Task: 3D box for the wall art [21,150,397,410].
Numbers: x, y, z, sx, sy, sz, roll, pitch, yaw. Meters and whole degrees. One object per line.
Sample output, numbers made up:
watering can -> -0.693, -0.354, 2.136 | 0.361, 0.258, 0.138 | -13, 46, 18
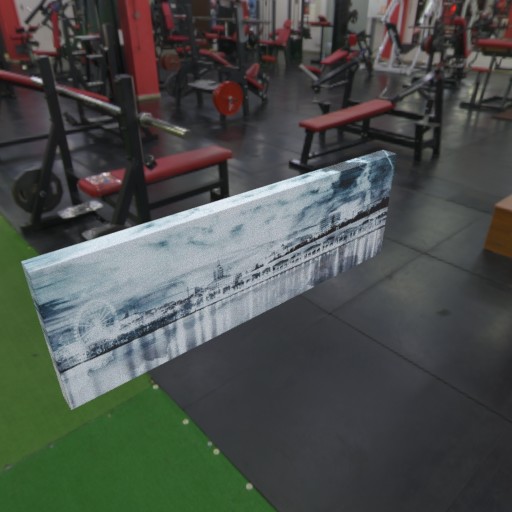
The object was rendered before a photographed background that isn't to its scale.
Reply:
wall art -> 0.000, 0.000, 0.834 | 0.759, 0.251, 0.037 | -22, 37, -33
